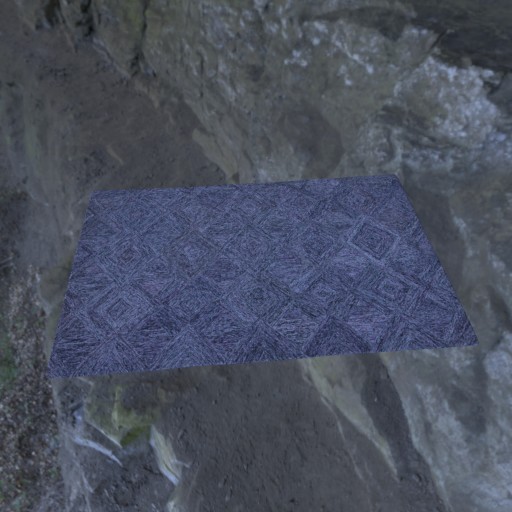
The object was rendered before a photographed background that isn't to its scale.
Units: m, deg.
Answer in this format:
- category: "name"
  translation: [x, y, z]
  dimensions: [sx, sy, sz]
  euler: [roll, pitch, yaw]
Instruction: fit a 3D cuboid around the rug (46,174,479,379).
- category: "rug"
  translation: [0.000, 0.000, 2.157]
  dimensions: [1.752, 0.013, 1.158]
  euler: [-4, 48, -4]
